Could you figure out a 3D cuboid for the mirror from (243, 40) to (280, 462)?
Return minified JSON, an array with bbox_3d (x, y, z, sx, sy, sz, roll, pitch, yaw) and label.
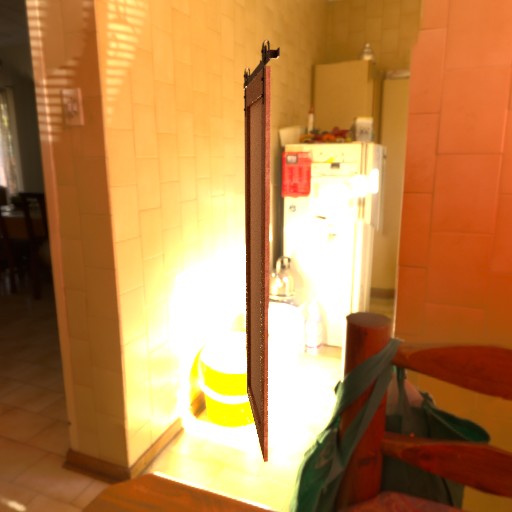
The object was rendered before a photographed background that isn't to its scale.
[{"bbox_3d":[0.000,0.000,2.138,0.042,1.793,0.847,-2,13,-8],"label":"mirror"}]
